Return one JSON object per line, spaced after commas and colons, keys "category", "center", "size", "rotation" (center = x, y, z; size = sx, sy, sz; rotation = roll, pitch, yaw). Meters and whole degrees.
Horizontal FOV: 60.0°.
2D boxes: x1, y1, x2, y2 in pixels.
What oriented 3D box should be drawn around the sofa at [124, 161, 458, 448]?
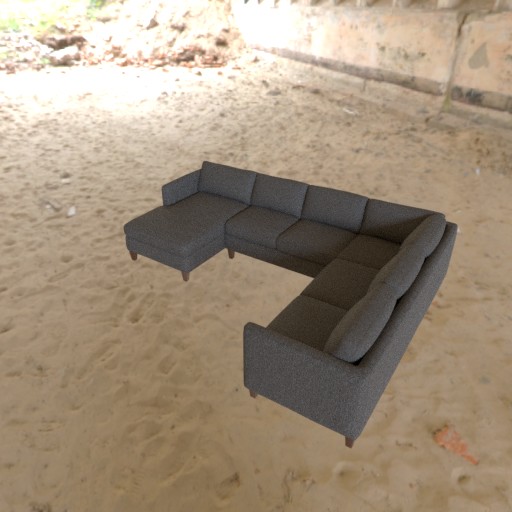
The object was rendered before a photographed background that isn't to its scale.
{"category": "sofa", "center": [0.000, 0.000, 4.419], "size": [3.238, 0.853, 2.551], "rotation": [19, 35, 28]}
